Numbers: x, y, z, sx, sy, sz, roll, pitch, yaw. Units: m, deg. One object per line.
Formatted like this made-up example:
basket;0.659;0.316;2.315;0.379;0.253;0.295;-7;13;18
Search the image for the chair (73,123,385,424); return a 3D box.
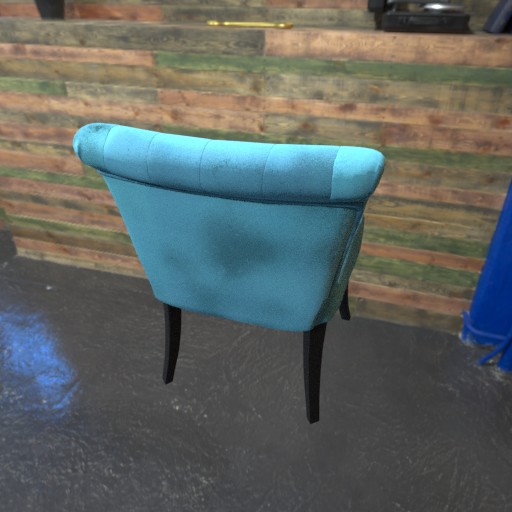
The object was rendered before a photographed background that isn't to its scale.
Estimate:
chair;0.000;0.000;1.153;0.582;0.750;0.605;10;32;15
